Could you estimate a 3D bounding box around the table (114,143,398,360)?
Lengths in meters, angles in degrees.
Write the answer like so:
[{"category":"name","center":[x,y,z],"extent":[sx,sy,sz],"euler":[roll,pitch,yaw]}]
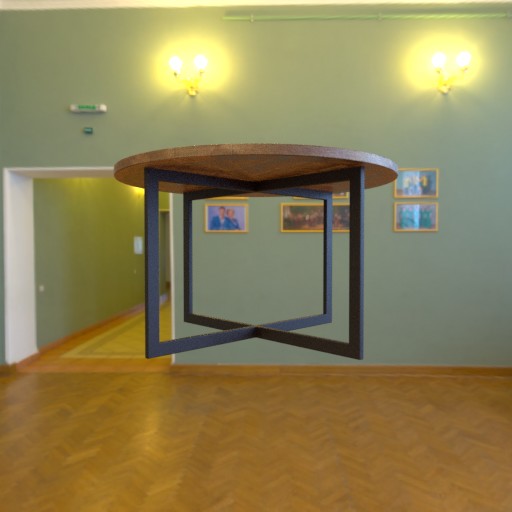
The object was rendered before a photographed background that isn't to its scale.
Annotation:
[{"category":"table","center":[0.000,0.000,2.076],"extent":[1.264,0.762,1.264],"euler":[0,1,0]}]
